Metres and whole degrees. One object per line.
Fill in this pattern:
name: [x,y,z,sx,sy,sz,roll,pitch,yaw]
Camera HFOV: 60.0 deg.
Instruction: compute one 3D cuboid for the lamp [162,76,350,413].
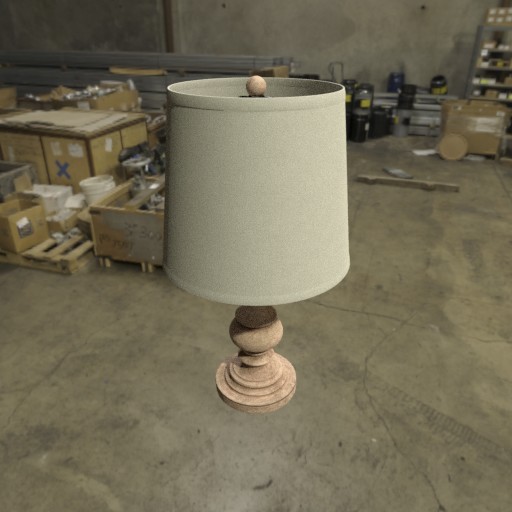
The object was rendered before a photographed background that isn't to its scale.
lamp: [0.000,0.000,0.657,0.273,0.497,0.273,0,27,0]
